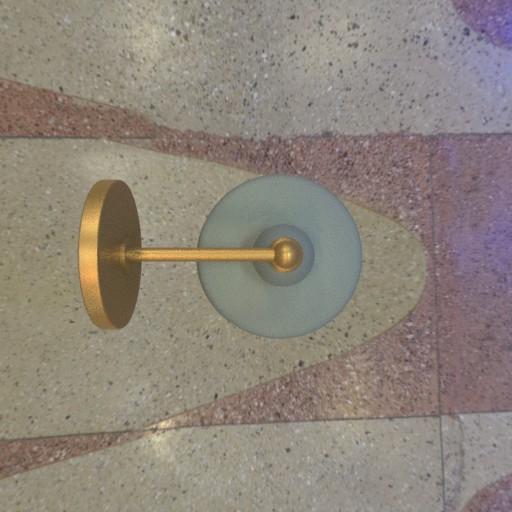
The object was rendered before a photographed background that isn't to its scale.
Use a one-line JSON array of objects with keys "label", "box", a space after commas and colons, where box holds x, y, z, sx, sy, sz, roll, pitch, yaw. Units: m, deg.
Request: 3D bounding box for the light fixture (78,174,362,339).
[{"label": "light fixture", "box": [0.000, 0.000, 0.447, 0.254, 0.268, 0.204, 0, 89, 0]}]
